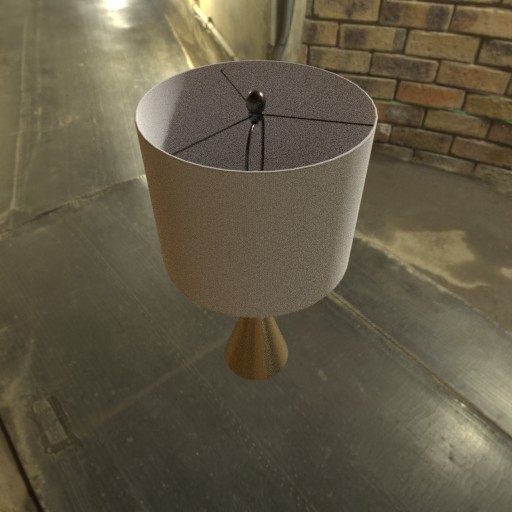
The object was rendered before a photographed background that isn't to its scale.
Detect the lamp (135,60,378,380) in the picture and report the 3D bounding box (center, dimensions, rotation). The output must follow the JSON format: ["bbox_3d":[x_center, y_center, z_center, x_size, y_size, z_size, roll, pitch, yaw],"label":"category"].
[{"bbox_3d":[0.000,0.000,0.750,0.304,0.573,0.304,9,45,9],"label":"lamp"}]
